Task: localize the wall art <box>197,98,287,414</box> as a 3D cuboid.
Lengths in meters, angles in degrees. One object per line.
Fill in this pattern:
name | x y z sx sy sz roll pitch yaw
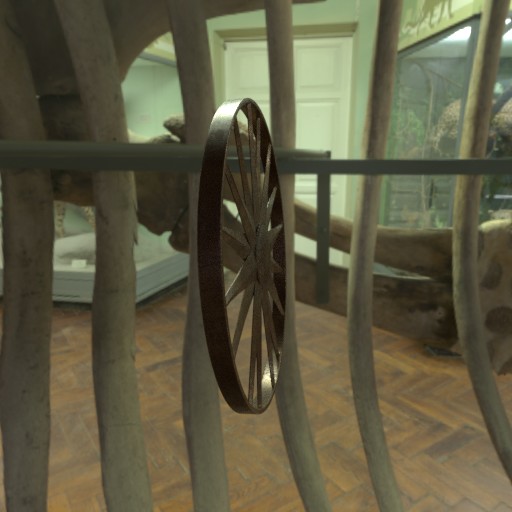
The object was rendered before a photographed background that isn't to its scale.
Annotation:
wall art | 0.000 0.000 0.865 0.084 0.583 0.582 3 15 11
